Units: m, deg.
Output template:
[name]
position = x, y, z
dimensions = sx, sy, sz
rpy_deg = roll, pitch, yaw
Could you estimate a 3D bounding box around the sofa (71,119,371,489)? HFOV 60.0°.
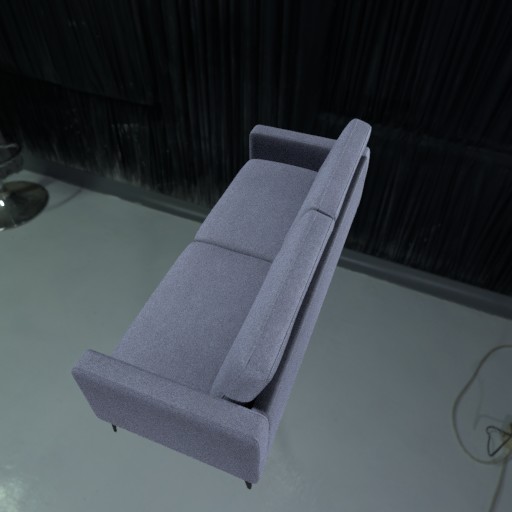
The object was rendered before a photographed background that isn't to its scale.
[sofa]
position = 0.000, 0.000, 2.298
dimensions = 0.774, 0.828, 1.925
rpy_deg = 16, 48, 15
